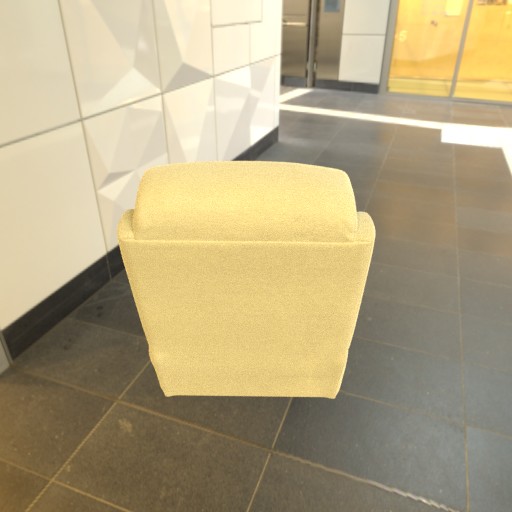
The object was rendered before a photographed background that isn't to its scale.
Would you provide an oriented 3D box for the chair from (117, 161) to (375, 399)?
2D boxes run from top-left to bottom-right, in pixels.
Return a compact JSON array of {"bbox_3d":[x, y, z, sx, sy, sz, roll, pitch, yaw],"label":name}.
[{"bbox_3d":[0.000,0.000,1.747,0.798,1.013,1.043,0,30,1],"label":"chair"}]
